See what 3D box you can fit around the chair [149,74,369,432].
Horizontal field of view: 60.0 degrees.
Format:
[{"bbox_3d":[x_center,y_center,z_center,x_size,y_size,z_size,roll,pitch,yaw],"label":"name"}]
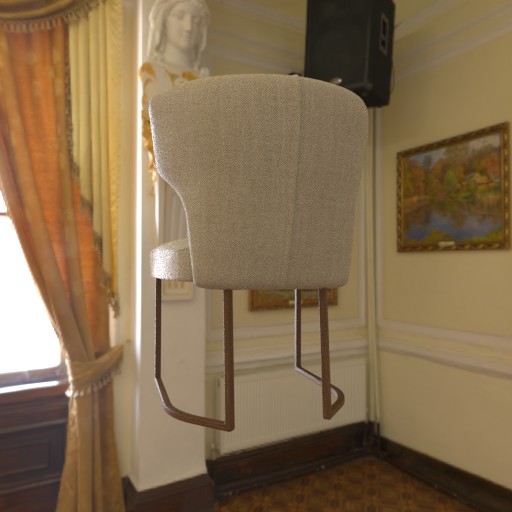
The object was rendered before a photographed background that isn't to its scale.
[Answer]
[{"bbox_3d":[0.000,0.000,1.268,0.611,0.824,0.617,0,-1,-18],"label":"chair"}]
